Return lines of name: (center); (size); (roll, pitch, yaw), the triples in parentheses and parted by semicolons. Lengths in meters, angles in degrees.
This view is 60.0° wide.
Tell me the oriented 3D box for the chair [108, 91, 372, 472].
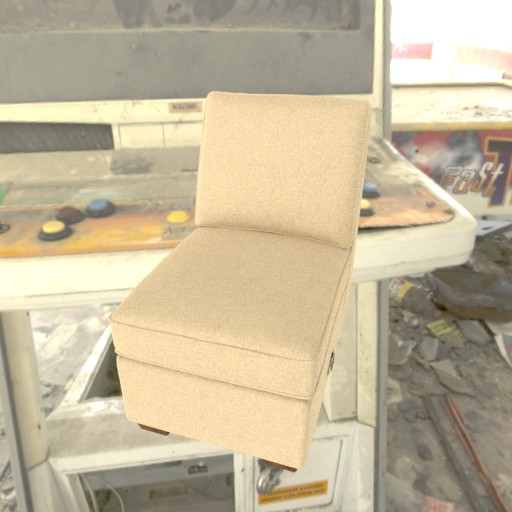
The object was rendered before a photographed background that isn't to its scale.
chair: (0.000, 0.000, 1.527); (0.621, 0.970, 0.938); (9, 30, 16)
